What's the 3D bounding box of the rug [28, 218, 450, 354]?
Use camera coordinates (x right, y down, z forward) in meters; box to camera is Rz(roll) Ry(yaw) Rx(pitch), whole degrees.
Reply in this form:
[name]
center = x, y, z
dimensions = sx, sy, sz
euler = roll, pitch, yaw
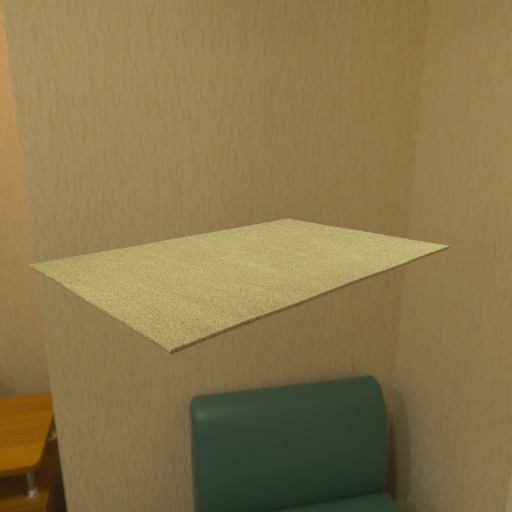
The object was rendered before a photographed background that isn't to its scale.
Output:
[rug]
center = 0.000, 0.000, 3.384
dimensions = 2.699, 0.025, 1.800
euler = -14, 20, -42
